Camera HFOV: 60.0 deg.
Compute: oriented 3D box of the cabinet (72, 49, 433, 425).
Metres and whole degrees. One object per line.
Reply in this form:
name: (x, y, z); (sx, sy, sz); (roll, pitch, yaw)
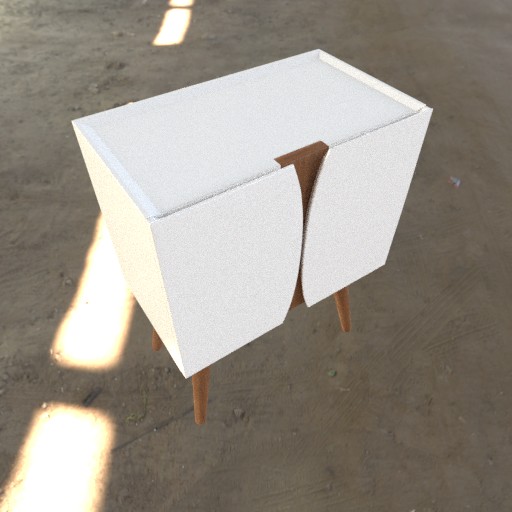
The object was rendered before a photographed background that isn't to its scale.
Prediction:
cabinet: (0.000, 0.000, 1.112); (0.591, 0.772, 0.344); (-26, 52, -23)
